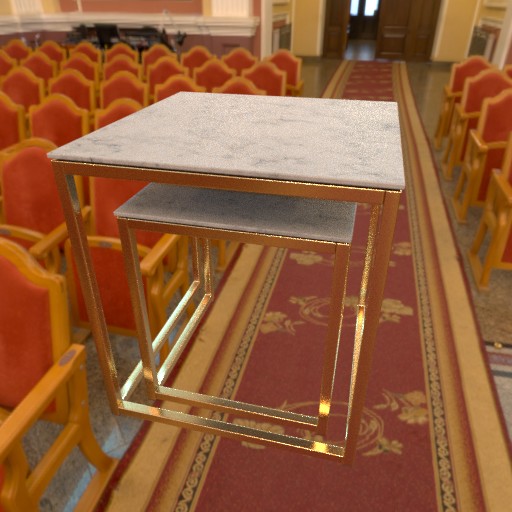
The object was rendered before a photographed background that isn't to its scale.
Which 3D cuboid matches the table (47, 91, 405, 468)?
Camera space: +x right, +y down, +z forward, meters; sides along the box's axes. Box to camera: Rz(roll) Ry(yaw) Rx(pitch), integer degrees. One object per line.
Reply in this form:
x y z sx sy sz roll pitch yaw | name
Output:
0.000 0.000 0.844 0.450 0.500 0.450 7 31 12 | table
